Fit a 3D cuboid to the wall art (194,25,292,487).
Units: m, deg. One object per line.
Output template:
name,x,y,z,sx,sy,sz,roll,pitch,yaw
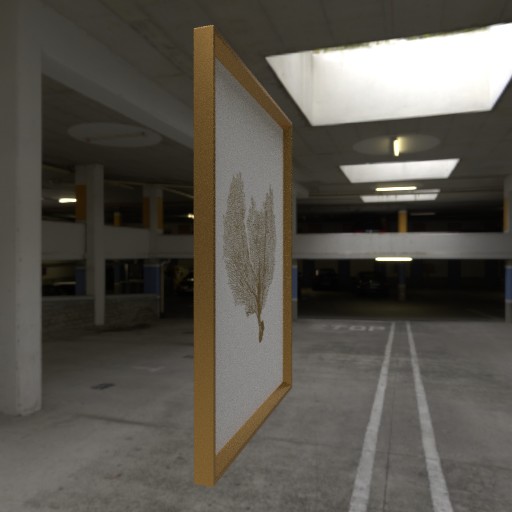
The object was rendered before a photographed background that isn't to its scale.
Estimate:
wall art,0.000,0.000,1.075,0.038,0.812,0.610,0,0,18
